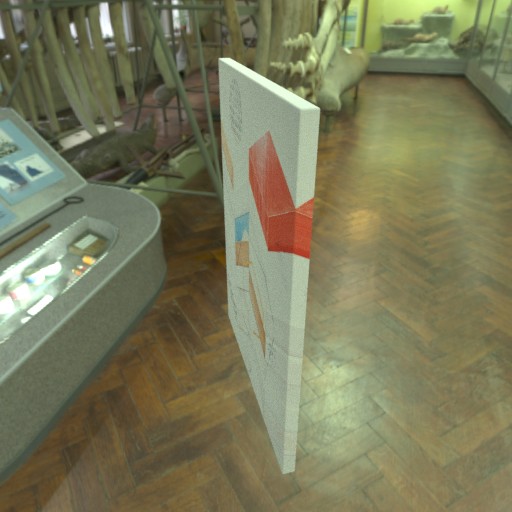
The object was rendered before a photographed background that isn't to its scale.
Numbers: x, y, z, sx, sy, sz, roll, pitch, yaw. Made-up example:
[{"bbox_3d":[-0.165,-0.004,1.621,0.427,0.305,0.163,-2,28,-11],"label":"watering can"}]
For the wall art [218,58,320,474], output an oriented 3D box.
[{"bbox_3d":[0.000,0.000,1.333,0.045,1.014,0.759,-8,31,-13],"label":"wall art"}]
